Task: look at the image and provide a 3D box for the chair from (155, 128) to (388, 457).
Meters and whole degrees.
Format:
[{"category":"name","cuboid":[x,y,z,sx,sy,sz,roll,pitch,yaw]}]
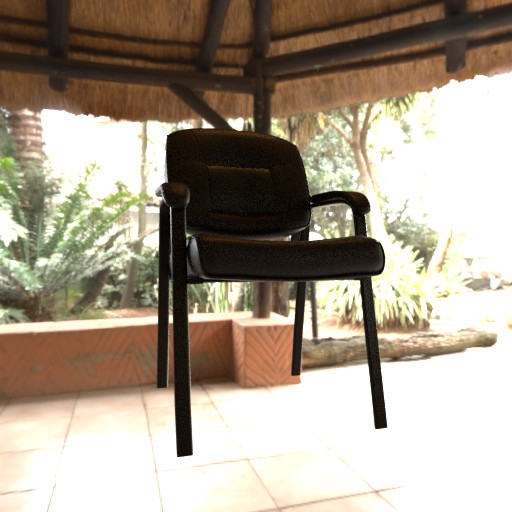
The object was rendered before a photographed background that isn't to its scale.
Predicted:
[{"category":"chair","cuboid":[0.000,0.000,1.336,0.591,0.910,0.668,0,0,-18]}]
